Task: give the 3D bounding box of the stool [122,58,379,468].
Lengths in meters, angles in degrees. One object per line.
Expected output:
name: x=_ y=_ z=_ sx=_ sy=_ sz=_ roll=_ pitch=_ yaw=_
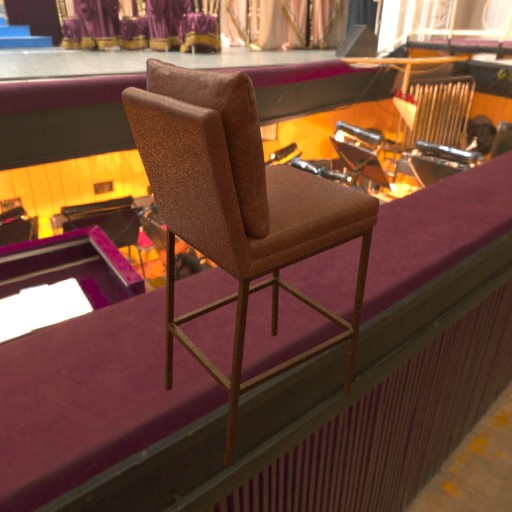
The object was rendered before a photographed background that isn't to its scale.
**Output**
stool: x=0.000 y=0.000 z=1.384 sx=0.571 sy=1.124 sz=0.463 roll=-20 pitch=34 yaw=-32
